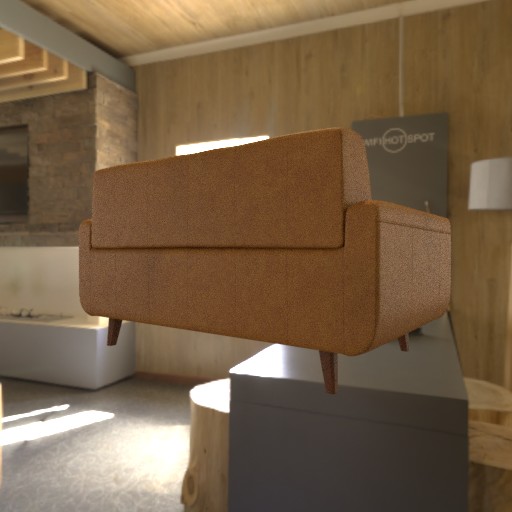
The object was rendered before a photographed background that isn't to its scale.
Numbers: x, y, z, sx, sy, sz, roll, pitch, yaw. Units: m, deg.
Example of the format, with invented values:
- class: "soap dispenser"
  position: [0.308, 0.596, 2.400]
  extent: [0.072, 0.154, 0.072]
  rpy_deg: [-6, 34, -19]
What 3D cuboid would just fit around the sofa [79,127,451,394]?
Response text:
- class: "sofa"
  position: [0.000, 0.000, 2.234]
  extent: [1.651, 0.925, 0.952]
  rpy_deg: [1, 1, 37]
